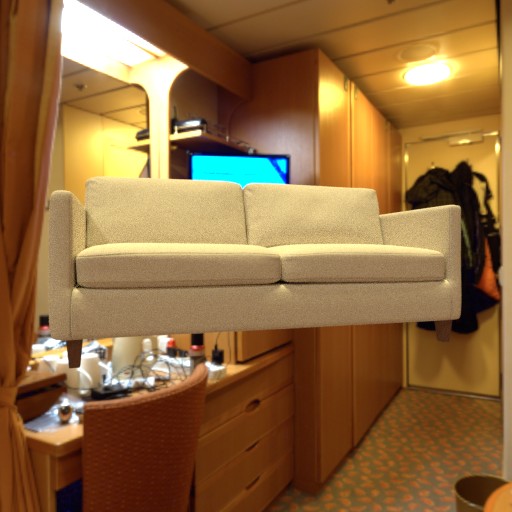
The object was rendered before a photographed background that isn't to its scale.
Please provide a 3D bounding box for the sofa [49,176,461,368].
[{"bbox_3d":[0.000,0.000,2.440,1.981,0.889,0.965,0,0,-17],"label":"sofa"}]
